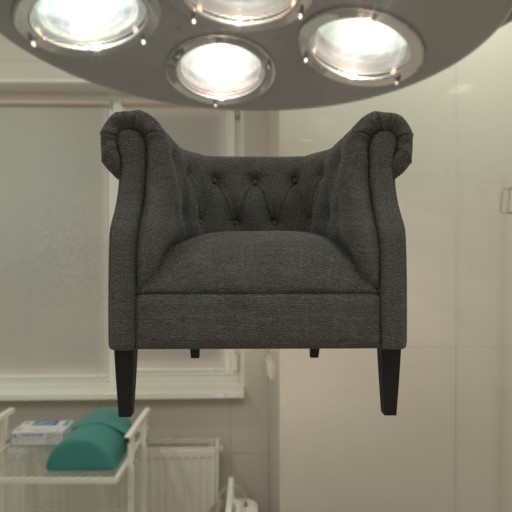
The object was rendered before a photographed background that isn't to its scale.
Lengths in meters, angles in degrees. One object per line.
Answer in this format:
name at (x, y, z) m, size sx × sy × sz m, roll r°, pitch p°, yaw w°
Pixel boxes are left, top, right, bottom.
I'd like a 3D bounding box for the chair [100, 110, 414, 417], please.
chair at (0.000, 0.000, 1.534) m, size 0.905 × 0.827 × 0.852 m, roll 0°, pitch 0°, yaw -1°
